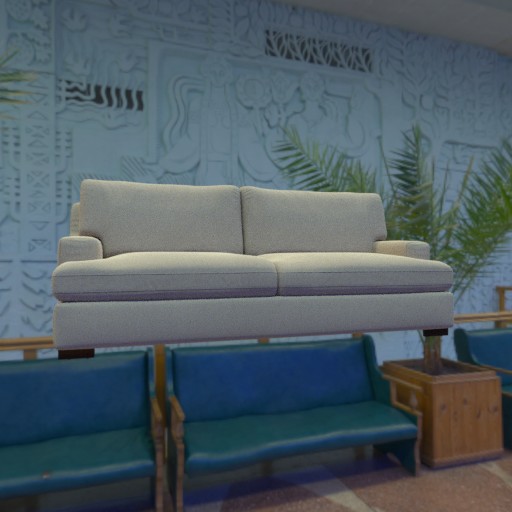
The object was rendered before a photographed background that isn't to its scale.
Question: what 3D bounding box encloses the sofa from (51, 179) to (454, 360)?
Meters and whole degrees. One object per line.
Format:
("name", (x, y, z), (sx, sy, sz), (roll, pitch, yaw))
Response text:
("sofa", (0.000, 0.000, 2.642), (2.147, 0.925, 0.929), (0, 0, -17))
